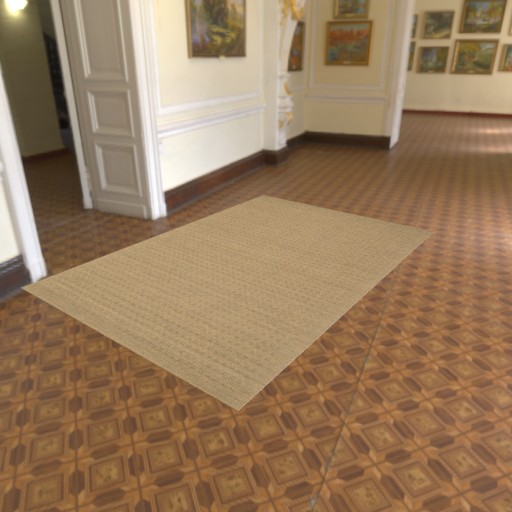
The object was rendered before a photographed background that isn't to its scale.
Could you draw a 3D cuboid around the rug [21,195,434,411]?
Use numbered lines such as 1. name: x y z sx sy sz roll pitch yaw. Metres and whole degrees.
1. rug: 0.000 0.000 3.646 1.981 0.006 2.895 17 29 33
